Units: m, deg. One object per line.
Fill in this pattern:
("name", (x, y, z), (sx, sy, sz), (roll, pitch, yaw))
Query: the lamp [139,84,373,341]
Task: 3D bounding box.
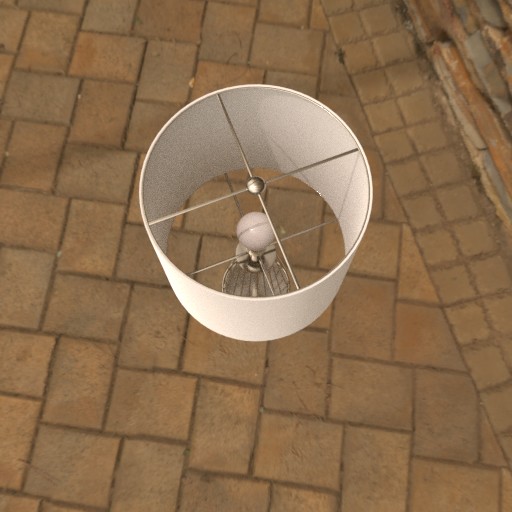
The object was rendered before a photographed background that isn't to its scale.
("lamp", (0.000, 0.000, 0.784), (0.303, 0.618, 0.303), (0, 75, 0))
